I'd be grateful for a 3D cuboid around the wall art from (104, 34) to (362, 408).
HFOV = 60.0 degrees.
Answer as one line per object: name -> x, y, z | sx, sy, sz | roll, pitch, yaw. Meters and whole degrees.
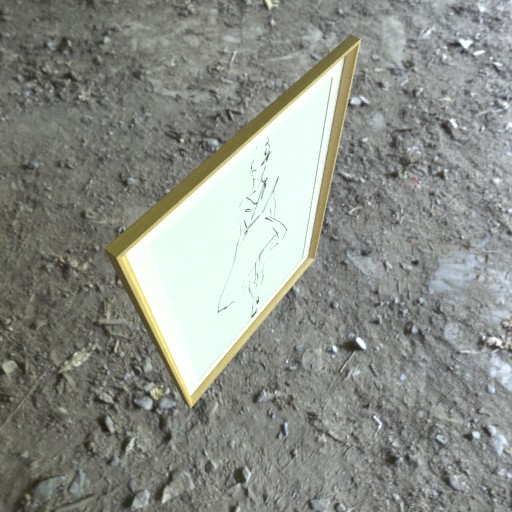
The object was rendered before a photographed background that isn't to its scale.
wall art -> 0.000, 0.000, 1.332 | 0.030, 1.002, 0.798 | 33, 63, 19
